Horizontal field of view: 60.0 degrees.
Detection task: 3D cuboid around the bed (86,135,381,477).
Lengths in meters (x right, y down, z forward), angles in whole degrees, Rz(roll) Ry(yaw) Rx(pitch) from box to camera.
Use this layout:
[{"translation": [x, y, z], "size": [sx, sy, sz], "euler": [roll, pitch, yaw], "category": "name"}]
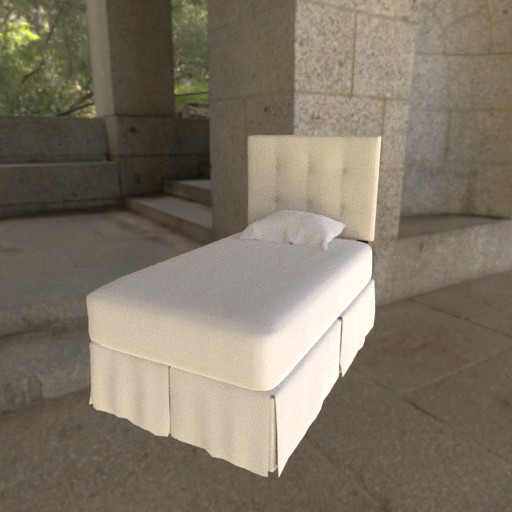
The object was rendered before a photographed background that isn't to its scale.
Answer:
[{"translation": [0.000, 0.000, 2.993], "size": [1.261, 1.571, 1.997], "euler": [8, 17, 27], "category": "bed"}]
